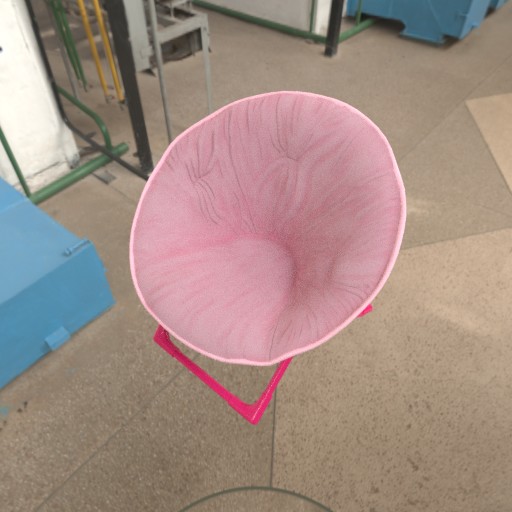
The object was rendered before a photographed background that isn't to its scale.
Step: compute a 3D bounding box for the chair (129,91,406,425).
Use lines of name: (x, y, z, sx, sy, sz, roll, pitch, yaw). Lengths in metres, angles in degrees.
chair: (0.000, 0.000, 0.888, 0.522, 0.494, 0.459, 32, 54, 26)
